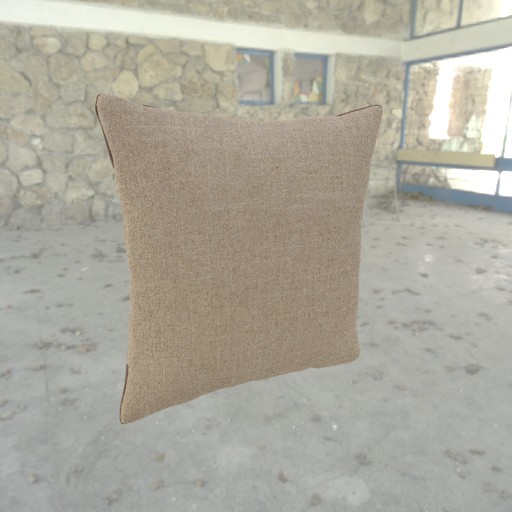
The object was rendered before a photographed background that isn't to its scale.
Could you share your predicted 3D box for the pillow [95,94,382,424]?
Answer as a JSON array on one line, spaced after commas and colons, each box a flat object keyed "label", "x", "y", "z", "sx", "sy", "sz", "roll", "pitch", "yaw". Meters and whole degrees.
[{"label": "pillow", "x": 0.000, "y": 0.000, "z": 0.672, "sx": 0.437, "sy": 0.448, "sz": 0.147, "roll": -8, "pitch": 17, "yaw": -26}]
